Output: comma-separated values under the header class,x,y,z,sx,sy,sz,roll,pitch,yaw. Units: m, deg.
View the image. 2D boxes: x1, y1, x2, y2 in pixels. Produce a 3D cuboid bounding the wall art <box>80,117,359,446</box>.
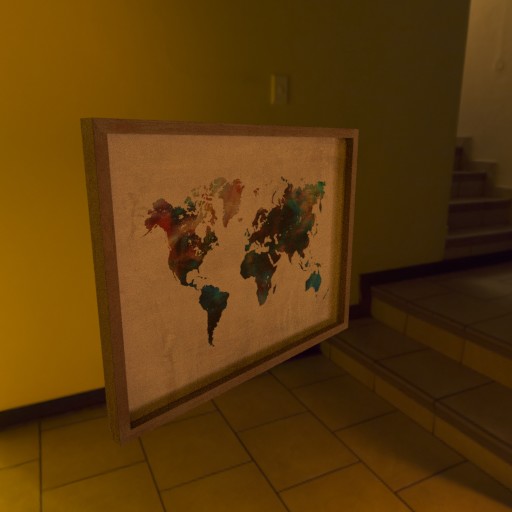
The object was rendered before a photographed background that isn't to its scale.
class,x,y,z,sx,sy,sz,roll,pitch,yaw
wall art,0.000,0.000,1.781,0.070,1.009,1.320,13,19,43
